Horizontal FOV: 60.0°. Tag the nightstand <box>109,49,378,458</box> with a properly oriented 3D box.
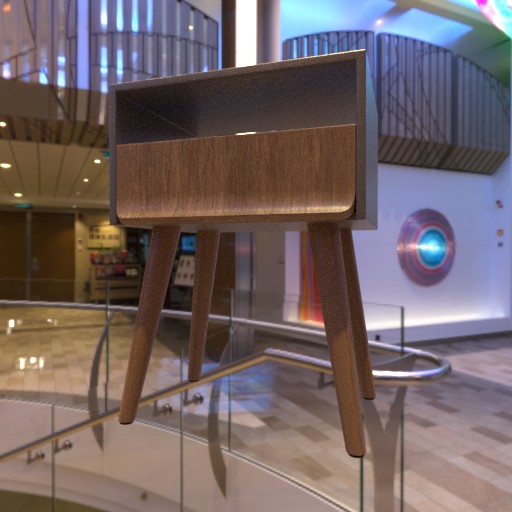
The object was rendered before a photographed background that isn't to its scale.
[{"bbox_3d":[0.000,0.000,0.726,0.370,0.508,0.288,0,1,18],"label":"nightstand"}]
